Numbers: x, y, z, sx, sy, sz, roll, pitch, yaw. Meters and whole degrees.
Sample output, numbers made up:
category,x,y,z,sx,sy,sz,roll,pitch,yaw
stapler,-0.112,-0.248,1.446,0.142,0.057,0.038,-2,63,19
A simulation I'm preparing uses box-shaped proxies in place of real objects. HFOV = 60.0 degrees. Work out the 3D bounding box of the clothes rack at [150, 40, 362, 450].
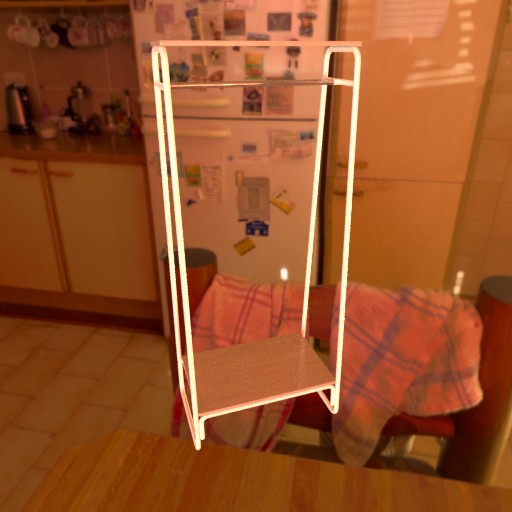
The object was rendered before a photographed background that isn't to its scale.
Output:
category,x,y,z,sx,sy,sz,roll,pitch,yaw
clothes rack,0.000,0.000,1.734,0.640,1.512,0.400,-8,26,-17
